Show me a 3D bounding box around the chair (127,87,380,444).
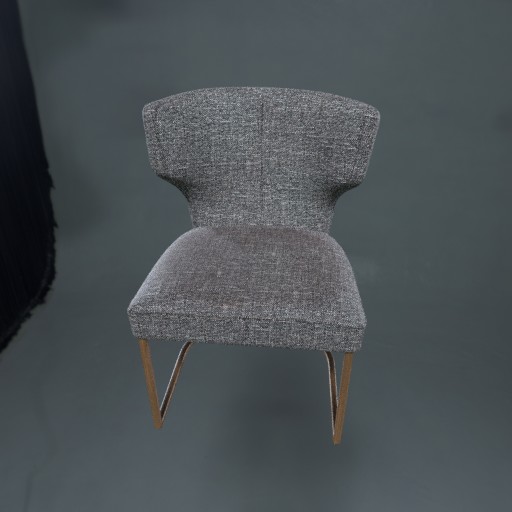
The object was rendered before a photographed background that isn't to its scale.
[{"bbox_3d":[0.000,0.000,1.267,0.611,0.824,0.617,3,31,5],"label":"chair"}]
